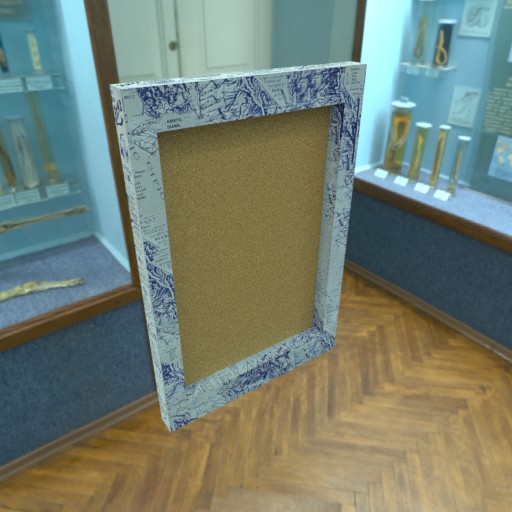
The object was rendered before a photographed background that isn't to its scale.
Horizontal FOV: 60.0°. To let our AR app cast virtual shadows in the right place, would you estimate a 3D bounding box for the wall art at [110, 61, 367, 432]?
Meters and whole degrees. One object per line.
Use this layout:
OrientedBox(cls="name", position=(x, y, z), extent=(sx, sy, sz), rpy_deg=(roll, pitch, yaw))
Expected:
OrientedBox(cls="wall art", position=(0.000, 0.000, 0.487), extent=(0.255, 0.376, 0.025), rpy_deg=(-19, 35, -29))
